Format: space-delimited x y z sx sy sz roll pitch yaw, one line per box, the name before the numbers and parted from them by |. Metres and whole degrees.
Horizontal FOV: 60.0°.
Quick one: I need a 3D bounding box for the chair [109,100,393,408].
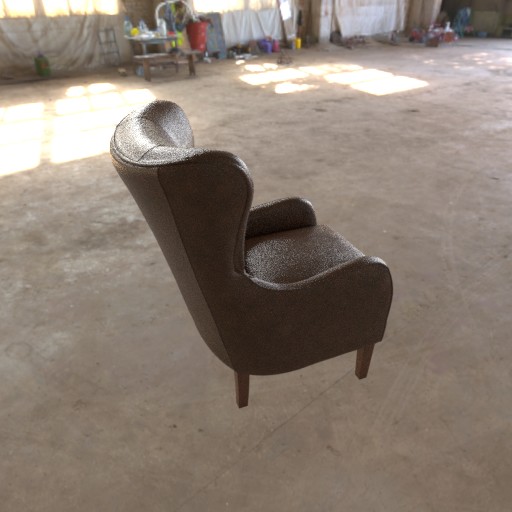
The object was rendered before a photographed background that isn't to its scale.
chair | 0.000 0.000 1.664 0.914 1.048 0.692 -12 33 -19
